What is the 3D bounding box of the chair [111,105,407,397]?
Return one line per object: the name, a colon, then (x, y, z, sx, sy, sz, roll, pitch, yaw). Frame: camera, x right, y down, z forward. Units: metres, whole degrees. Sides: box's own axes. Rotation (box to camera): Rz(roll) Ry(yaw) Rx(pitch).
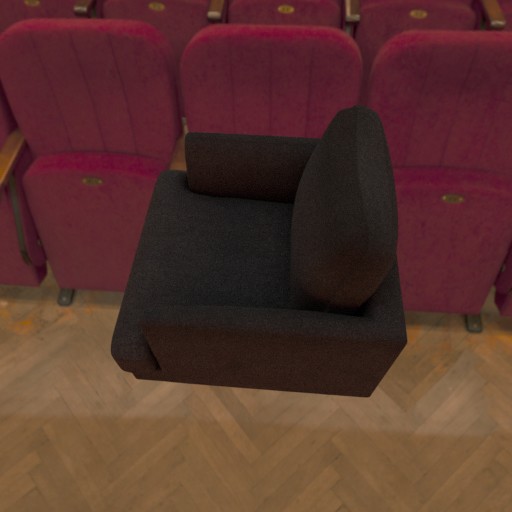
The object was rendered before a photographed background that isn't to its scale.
chair: (0.000, 0.000, 1.630, 0.899, 0.957, 0.858, 4, 56, 3)
